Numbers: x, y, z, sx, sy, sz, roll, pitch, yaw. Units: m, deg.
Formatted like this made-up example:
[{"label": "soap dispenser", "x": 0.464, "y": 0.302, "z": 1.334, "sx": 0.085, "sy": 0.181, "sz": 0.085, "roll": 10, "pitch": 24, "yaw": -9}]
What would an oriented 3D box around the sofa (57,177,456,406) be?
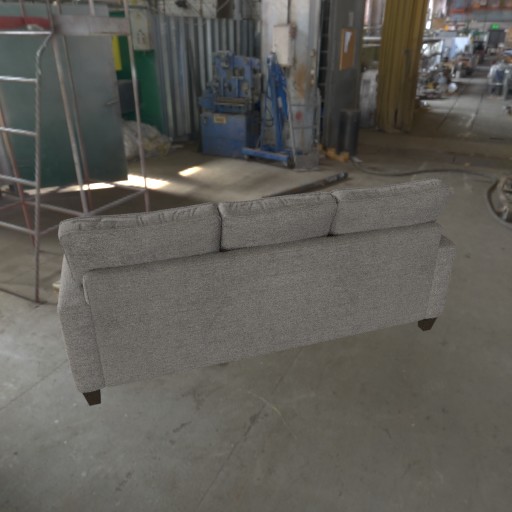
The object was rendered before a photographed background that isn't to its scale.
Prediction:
[{"label": "sofa", "x": 0.000, "y": 0.000, "z": 2.669, "sx": 2.158, "sy": 0.965, "sz": 0.951, "roll": -8, "pitch": 28, "yaw": -16}]
